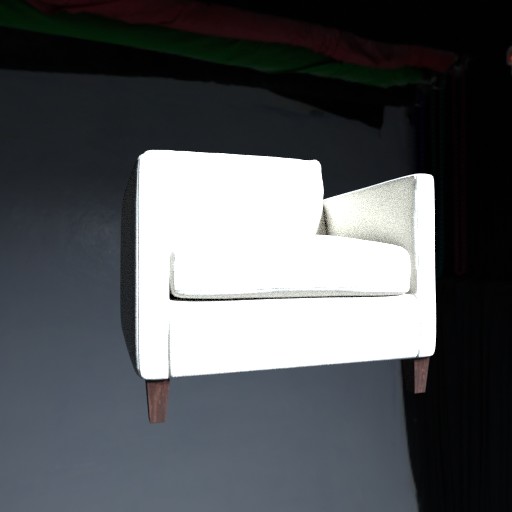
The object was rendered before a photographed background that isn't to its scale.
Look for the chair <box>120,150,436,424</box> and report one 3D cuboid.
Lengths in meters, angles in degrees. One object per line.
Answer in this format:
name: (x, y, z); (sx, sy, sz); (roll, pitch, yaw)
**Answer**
chair: (0.000, 0.000, 1.741); (0.996, 0.919, 0.959); (0, -1, -19)
